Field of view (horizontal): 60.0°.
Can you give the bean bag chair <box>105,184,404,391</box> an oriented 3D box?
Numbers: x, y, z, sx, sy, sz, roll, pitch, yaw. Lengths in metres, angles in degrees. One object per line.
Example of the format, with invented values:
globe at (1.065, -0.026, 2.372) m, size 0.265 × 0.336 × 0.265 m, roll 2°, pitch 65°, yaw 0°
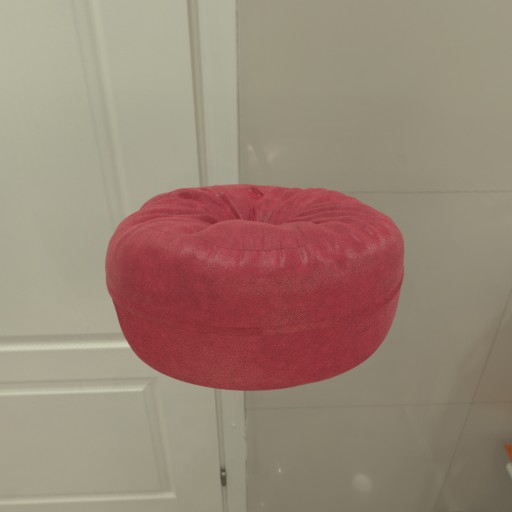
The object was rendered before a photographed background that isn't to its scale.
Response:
bean bag chair at (0.000, 0.000, 2.510) m, size 1.524 × 0.878 × 1.524 m, roll -1°, pitch 30°, yaw -2°
